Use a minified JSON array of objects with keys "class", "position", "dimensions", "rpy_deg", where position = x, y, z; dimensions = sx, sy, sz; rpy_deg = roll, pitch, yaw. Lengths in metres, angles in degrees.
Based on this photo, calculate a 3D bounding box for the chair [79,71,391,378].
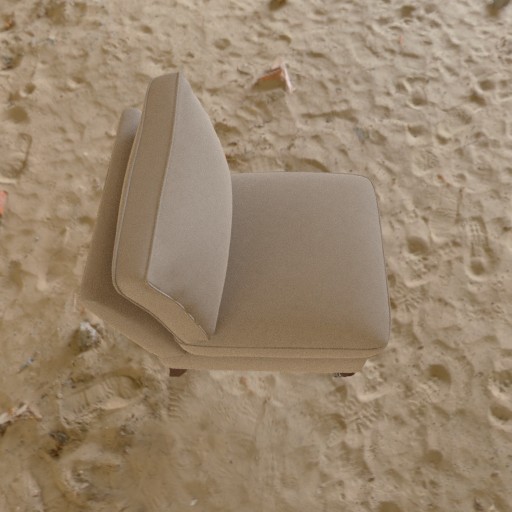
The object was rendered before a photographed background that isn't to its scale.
[{"class":"chair","position":[0.000,0.000,1.620],"dimensions":[0.912,1.052,0.724],"rpy_deg":[2,62,1]}]
